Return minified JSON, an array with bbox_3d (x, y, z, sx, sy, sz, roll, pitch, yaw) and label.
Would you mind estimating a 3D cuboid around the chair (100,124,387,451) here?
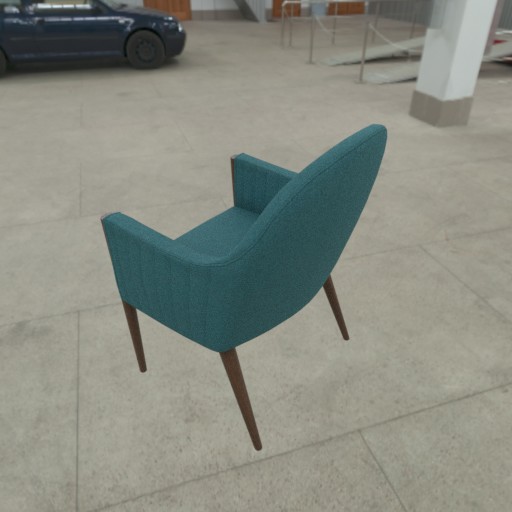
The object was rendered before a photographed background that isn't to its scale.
[{"bbox_3d":[0.000,0.000,1.390,0.652,0.907,0.656,22,39,30],"label":"chair"}]
